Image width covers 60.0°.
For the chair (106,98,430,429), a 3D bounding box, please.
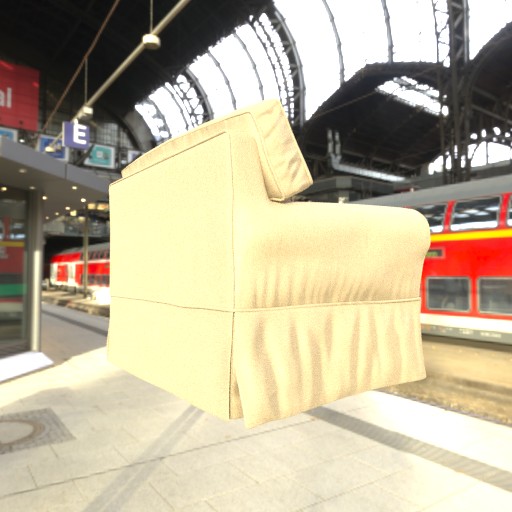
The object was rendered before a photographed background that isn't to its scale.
[{"bbox_3d":[0.000,0.000,1.827,0.903,0.937,1.096,1,-2,-37],"label":"chair"}]
